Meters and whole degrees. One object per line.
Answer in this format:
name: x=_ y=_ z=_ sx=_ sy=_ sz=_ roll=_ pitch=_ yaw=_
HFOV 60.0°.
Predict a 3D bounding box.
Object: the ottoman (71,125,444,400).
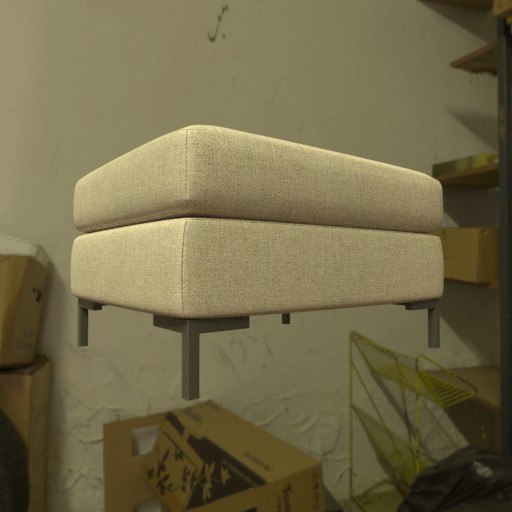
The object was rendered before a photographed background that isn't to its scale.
ottoman: x=0.000 y=0.000 z=1.206 sx=0.820 sy=0.490 sz=0.671 roll=1 pitch=-1 yaw=-38
